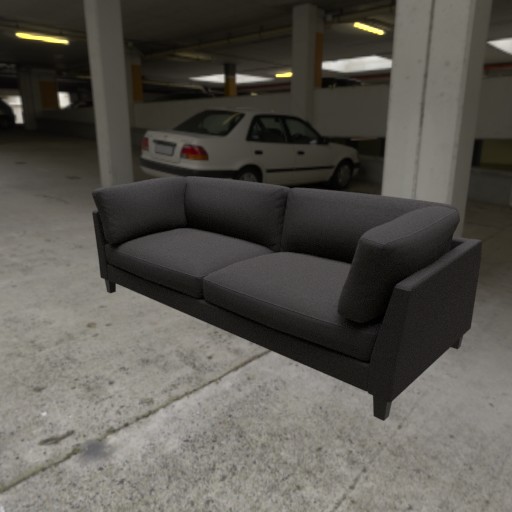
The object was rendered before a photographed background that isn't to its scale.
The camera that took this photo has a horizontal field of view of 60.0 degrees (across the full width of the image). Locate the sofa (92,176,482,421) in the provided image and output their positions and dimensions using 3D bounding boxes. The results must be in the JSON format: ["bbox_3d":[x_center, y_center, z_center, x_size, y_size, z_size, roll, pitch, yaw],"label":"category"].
[{"bbox_3d":[0.000,0.000,2.692,2.312,0.792,0.969,14,21,41],"label":"sofa"}]
